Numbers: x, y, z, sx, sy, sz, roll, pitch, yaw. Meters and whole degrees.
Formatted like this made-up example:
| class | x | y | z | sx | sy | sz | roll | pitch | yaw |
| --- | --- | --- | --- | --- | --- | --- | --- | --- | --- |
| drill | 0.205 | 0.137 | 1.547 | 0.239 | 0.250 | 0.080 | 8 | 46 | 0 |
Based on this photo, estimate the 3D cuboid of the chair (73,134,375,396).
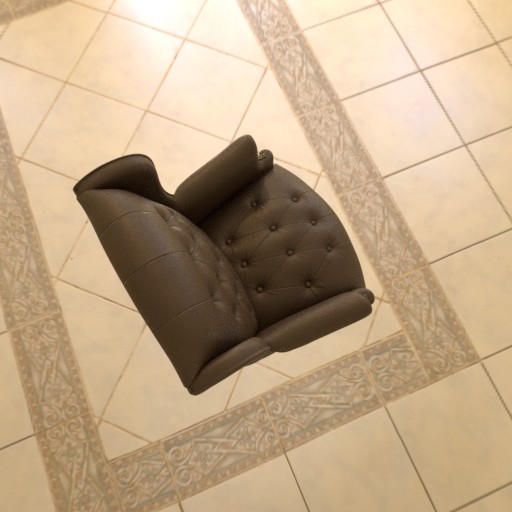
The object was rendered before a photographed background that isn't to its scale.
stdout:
| class | x | y | z | sx | sy | sz | roll | pitch | yaw |
| --- | --- | --- | --- | --- | --- | --- | --- | --- | --- |
| chair | 0.000 | 0.000 | 1.703 | 0.819 | 1.132 | 0.829 | -32 | 77 | -8 |
